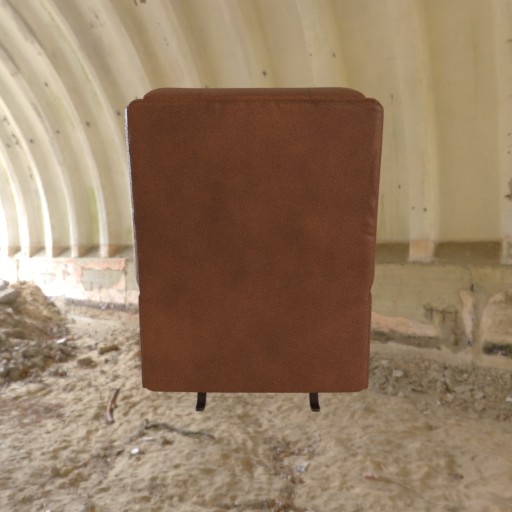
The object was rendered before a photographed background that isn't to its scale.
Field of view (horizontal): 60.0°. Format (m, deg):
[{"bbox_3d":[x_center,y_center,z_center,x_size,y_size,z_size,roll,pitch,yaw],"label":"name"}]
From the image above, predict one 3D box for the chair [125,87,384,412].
[{"bbox_3d":[0.000,0.000,1.763,0.838,1.054,1.014,0,0,1],"label":"chair"}]
